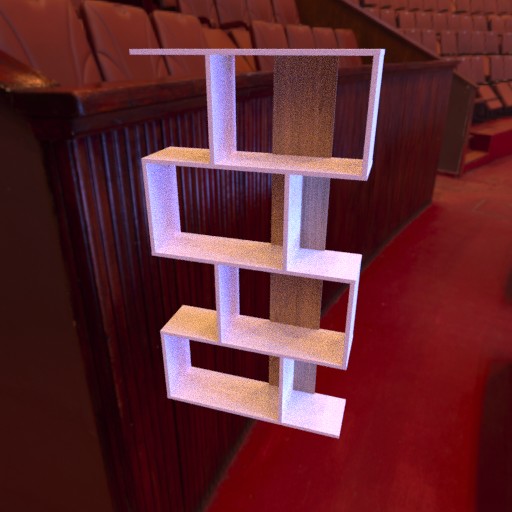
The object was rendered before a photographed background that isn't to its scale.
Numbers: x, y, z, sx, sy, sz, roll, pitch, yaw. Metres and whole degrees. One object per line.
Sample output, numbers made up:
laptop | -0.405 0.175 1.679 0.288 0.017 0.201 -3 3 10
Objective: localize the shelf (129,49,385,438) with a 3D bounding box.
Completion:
shelf | 0.000 0.000 1.952 0.890 1.650 0.250 8 26 16
